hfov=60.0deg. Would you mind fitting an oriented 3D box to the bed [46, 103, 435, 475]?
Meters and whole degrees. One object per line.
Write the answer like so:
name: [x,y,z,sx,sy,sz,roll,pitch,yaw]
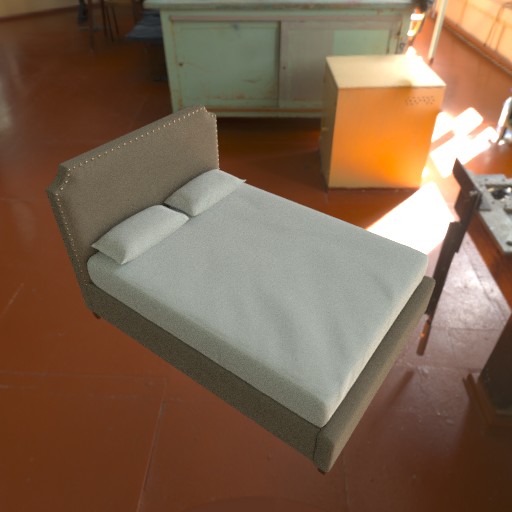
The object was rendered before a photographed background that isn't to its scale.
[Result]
bed: [0.000,0.000,3.373,2.329,1.415,1.703,25,46,27]
